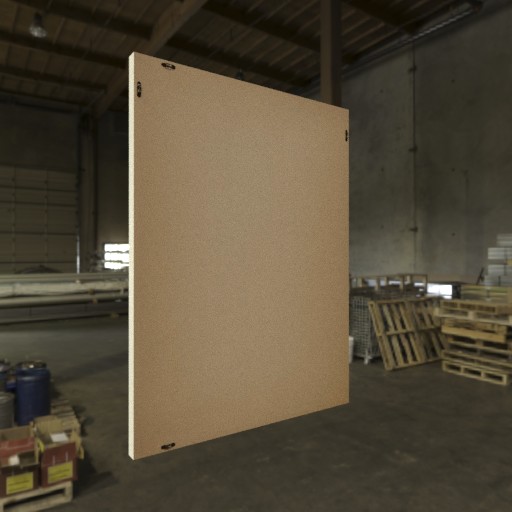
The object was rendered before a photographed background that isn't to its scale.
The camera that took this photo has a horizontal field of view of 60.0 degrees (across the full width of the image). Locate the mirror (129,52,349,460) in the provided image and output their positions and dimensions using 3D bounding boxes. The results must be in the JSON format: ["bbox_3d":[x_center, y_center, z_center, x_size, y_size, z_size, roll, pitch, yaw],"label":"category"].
[{"bbox_3d":[0.000,0.000,1.332,0.762,1.016,0.040,0,0,-35],"label":"mirror"}]
